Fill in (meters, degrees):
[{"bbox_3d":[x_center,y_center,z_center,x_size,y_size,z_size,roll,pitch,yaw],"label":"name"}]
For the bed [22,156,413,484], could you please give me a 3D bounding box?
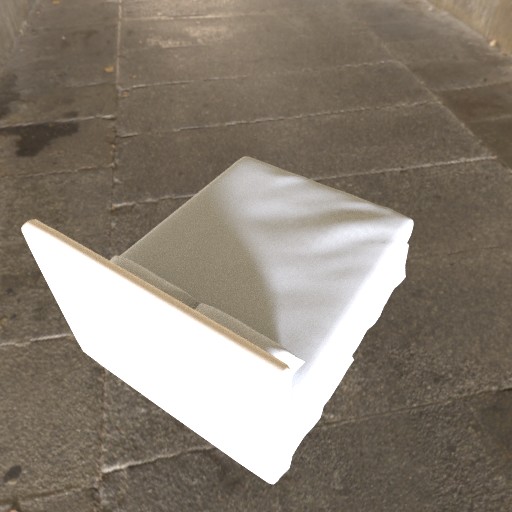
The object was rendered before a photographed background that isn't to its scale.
[{"bbox_3d":[0.000,0.000,3.143,1.748,1.330,2.142,26,51,23],"label":"bed"}]
